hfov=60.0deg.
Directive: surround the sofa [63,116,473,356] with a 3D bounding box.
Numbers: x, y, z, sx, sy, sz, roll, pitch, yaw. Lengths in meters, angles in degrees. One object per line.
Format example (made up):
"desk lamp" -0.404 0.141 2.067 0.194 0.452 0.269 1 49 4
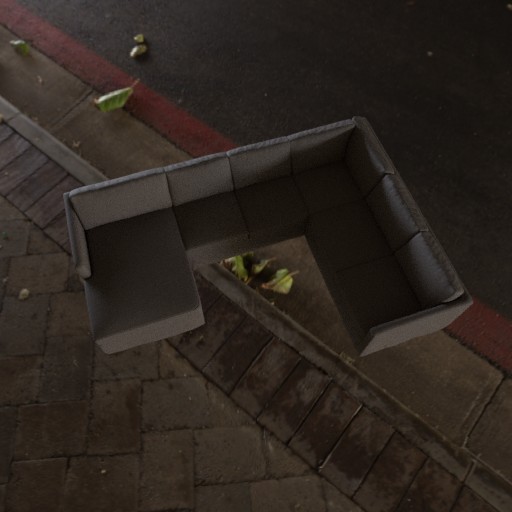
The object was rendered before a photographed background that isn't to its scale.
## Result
"sofa" 0.000 0.000 4.595 3.528 0.878 2.476 -16 64 -8
